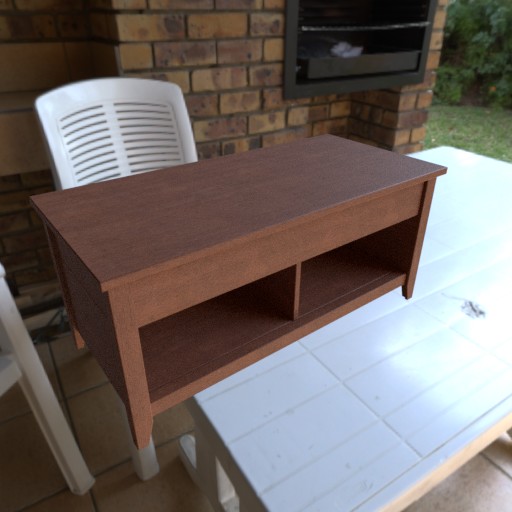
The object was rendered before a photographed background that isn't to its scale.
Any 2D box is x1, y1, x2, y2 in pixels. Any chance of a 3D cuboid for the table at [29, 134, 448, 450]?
[{"bbox_3d":[0.000,0.000,1.283,1.016,0.457,0.483,-20,35,-32],"label":"table"}]
